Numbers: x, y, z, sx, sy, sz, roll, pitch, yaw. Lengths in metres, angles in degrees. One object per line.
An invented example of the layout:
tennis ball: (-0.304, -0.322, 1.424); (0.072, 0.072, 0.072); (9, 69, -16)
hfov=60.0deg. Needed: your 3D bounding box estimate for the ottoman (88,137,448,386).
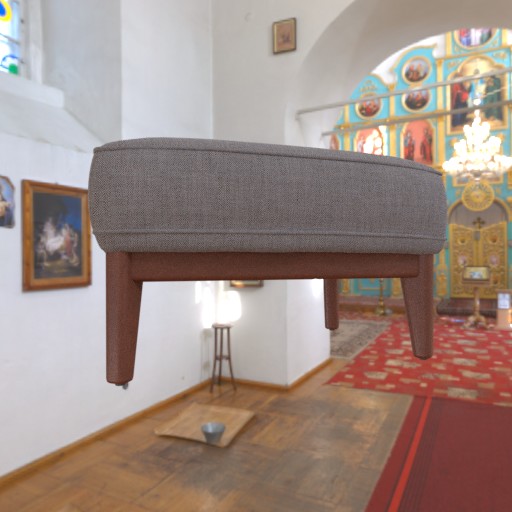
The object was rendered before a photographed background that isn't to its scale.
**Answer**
ottoman: (0.000, 0.000, 1.083); (0.750, 0.458, 0.555); (0, 0, -18)
